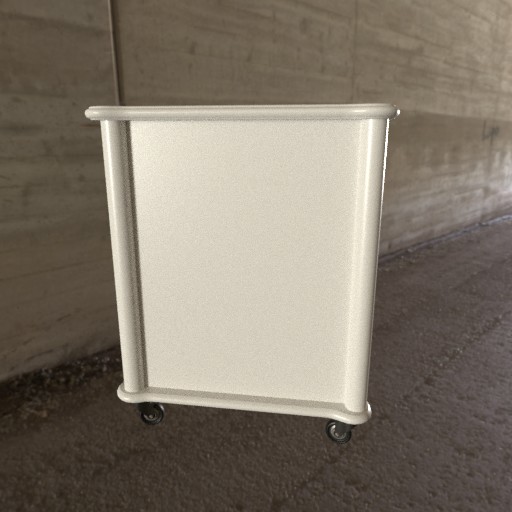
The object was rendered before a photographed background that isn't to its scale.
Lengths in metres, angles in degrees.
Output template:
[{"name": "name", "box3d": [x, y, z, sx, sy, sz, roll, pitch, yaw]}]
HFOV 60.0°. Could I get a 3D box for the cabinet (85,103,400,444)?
[{"name": "cabinet", "box3d": [0.000, 0.000, 1.229, 0.627, 0.761, 0.628, 2, 16, 8]}]
